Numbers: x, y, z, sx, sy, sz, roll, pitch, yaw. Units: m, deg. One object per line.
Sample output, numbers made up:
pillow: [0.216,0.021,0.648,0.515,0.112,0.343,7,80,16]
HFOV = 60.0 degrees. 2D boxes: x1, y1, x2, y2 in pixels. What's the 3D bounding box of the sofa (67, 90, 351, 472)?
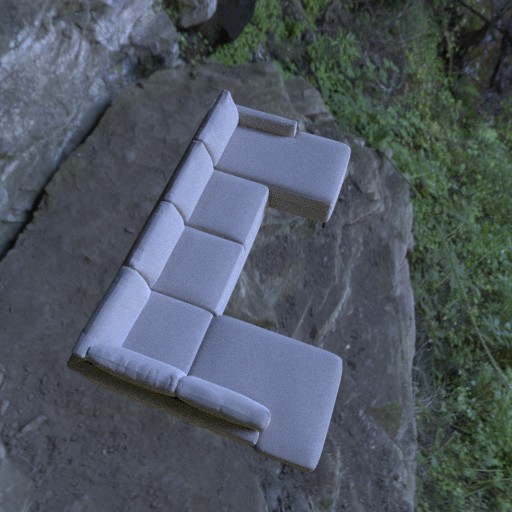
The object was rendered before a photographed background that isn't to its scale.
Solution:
sofa: [0.000,0.000,3.933,1.989,0.862,2.984,18,65,9]
